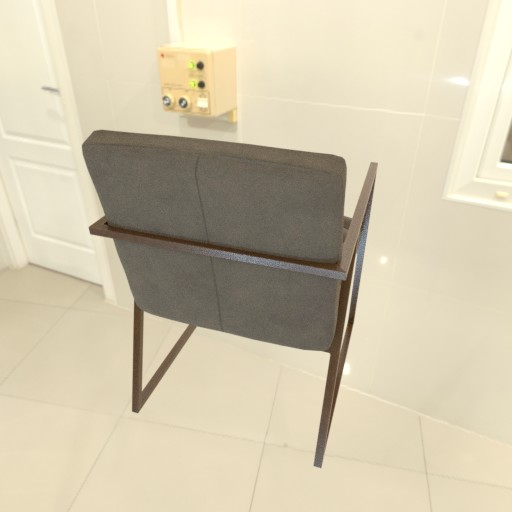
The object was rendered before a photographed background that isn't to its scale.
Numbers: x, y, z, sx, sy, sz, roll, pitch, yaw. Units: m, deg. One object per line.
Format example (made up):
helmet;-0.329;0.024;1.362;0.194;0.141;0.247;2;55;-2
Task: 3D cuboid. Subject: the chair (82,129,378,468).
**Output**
chair;0.000;0.000;1.284;0.578;0.843;0.682;10;33;16
